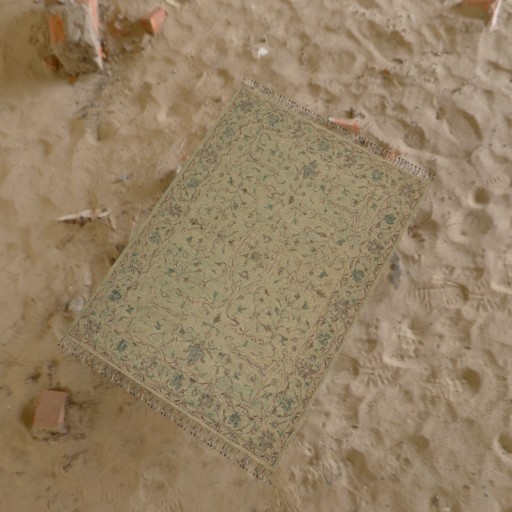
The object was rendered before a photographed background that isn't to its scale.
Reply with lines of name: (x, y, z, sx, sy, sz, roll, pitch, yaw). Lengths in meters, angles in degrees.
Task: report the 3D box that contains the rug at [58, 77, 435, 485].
rug: (0.000, 0.000, 2.312, 1.247, 0.008, 1.802, 30, 77, 8)
